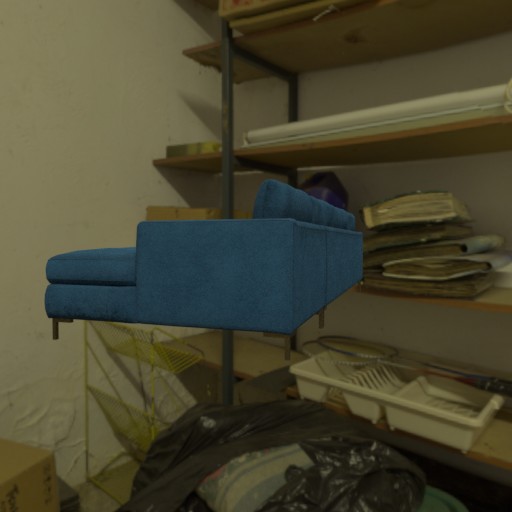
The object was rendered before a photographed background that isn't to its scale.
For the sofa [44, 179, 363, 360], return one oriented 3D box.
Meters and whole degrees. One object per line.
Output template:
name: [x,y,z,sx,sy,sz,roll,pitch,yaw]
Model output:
sofa: [0.000,0.000,3.456,1.350,0.810,2.932,1,2,19]
